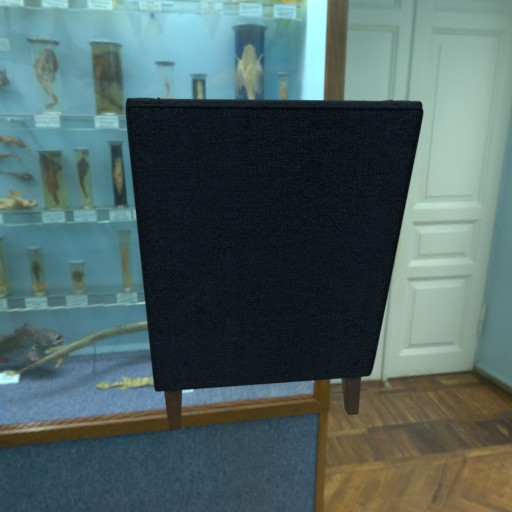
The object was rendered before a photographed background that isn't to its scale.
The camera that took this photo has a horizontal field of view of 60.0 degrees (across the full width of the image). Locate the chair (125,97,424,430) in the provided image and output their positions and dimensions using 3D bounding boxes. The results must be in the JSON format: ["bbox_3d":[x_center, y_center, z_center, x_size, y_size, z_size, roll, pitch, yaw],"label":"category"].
[{"bbox_3d":[0.000,0.000,1.682,0.764,1.072,0.947,-2,15,-7],"label":"chair"}]
